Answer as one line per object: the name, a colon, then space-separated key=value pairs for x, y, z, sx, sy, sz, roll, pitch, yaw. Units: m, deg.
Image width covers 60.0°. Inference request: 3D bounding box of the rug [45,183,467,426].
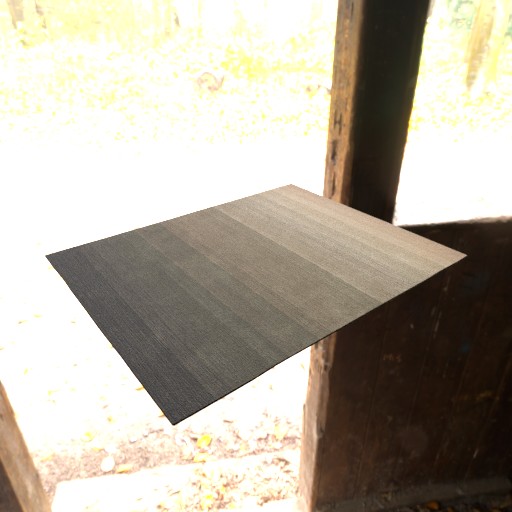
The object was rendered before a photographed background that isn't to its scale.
rug: x=0.000 y=0.000 z=3.902 sx=2.932 sy=0.015 sz=2.315 roll=-21 pitch=36 yaw=-33
